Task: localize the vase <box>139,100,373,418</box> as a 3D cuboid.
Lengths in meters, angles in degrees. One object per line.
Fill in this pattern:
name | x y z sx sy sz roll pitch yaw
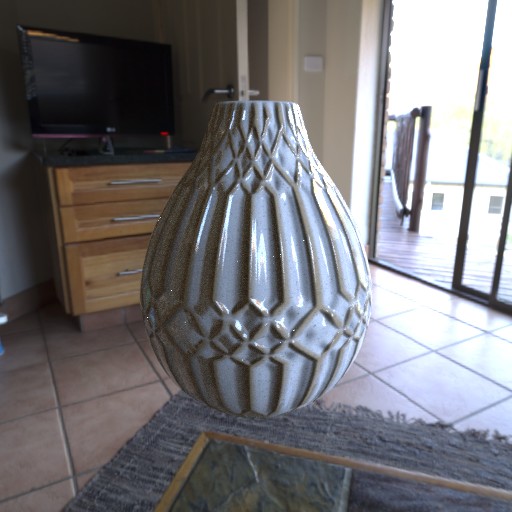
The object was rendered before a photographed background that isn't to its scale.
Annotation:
vase | 0.000 0.000 0.306 0.159 0.200 0.159 0 16 0
